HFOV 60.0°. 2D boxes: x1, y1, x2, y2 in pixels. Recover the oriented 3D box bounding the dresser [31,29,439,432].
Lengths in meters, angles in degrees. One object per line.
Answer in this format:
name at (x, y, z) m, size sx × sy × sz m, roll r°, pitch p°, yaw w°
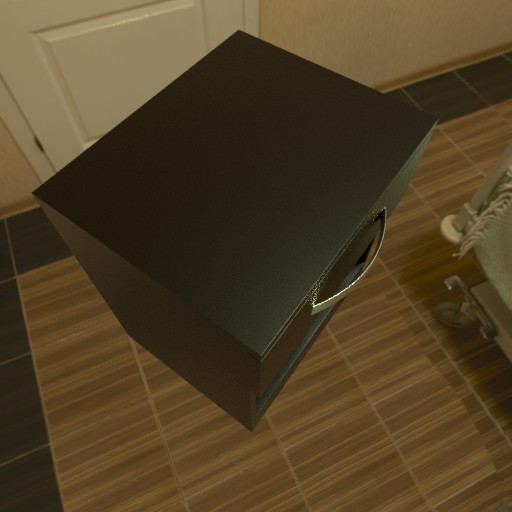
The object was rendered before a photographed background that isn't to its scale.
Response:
dresser at (0.000, 0.000, 0.749) m, size 0.360 × 0.470 × 0.400 m, roll 32°, pitch 64°, yaw 18°
